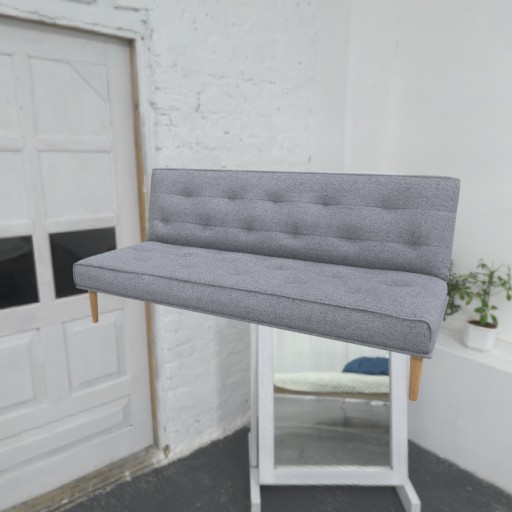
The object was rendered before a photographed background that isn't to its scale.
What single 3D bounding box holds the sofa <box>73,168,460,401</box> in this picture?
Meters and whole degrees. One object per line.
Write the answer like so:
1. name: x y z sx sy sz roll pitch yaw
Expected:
1. sofa: 0.000 0.000 2.286 1.820 0.830 0.810 7 16 26
